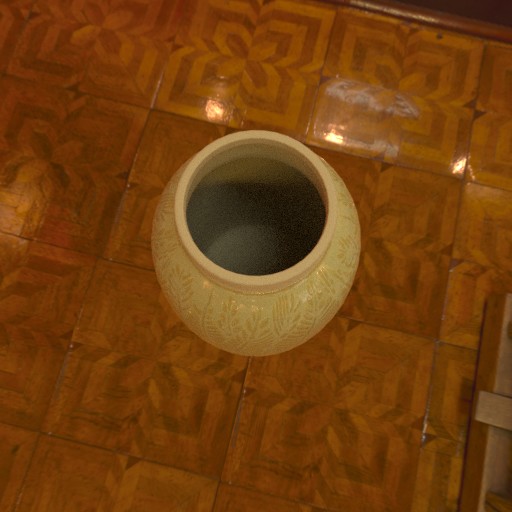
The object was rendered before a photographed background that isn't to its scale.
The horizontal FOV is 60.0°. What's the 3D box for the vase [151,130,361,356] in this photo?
[{"bbox_3d":[0.000,0.000,0.390,0.172,0.270,0.172,0,77,0],"label":"vase"}]
